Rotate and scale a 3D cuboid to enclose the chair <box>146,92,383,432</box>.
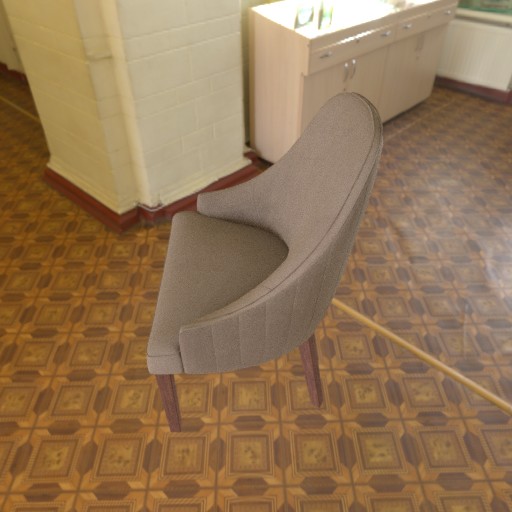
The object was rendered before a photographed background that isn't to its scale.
[{"bbox_3d":[0.000,0.000,1.308,0.575,0.889,0.643,-1,40,-1],"label":"chair"}]
